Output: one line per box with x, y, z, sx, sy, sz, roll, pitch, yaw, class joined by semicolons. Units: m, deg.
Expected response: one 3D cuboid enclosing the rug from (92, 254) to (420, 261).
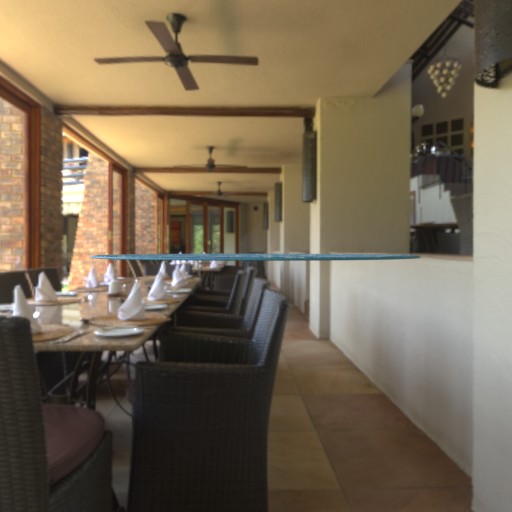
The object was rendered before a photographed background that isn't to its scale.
0.000;0.000;2.289;1.593;0.012;1.593;0;1;0;rug
